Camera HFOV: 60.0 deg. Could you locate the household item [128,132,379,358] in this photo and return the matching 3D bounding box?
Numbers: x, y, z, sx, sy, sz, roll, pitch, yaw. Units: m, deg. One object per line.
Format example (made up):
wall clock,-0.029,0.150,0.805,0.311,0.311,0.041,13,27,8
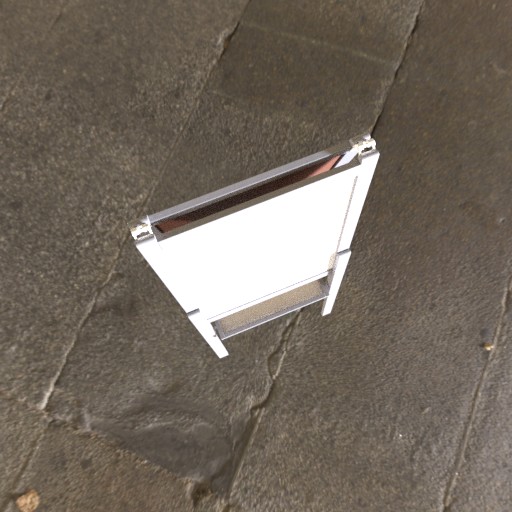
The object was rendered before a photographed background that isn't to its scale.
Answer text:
household item,0.000,0.000,1.459,0.531,1.172,0.469,-21,77,-5
